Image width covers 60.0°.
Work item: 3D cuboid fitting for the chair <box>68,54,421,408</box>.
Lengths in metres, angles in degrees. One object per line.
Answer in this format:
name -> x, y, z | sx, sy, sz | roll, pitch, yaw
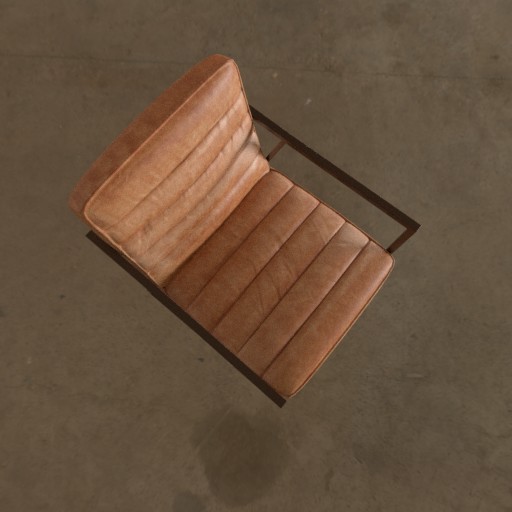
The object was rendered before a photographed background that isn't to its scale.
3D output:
chair -> 0.000, 0.000, 1.300 | 0.677, 0.832, 0.571 | 39, 78, 10
